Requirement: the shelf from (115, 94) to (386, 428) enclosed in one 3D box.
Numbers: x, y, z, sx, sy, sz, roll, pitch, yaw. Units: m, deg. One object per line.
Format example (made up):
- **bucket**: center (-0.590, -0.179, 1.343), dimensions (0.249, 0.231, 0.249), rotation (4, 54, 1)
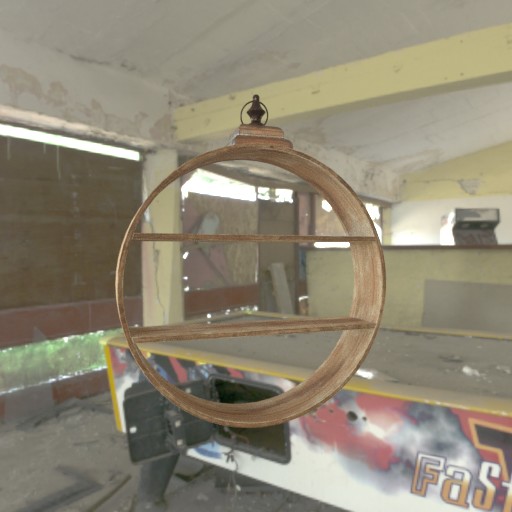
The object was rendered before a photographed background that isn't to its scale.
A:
- **shelf**: center (0.000, 0.000, 0.998), dimensions (0.601, 0.725, 0.125), rotation (0, 0, -19)
